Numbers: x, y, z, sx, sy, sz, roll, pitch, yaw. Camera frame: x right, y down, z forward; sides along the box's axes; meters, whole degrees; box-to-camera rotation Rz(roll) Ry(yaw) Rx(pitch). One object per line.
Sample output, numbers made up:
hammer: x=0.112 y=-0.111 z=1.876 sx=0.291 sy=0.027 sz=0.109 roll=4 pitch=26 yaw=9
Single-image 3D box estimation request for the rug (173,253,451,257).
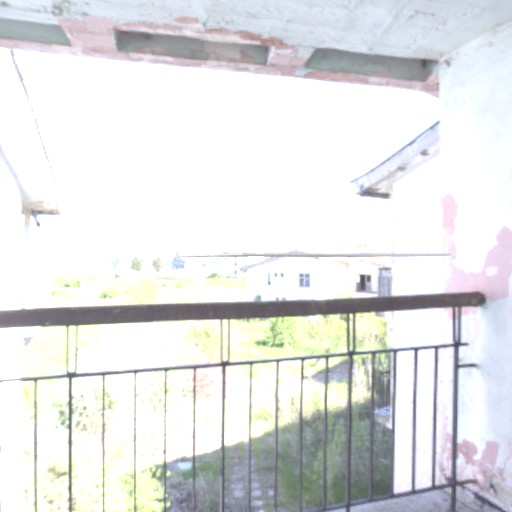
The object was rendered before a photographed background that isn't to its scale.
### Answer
rug: x=0.000 y=0.000 z=2.652 sx=0.770 sy=0.016 sz=2.442 roll=0 pitch=0 yaw=-16
